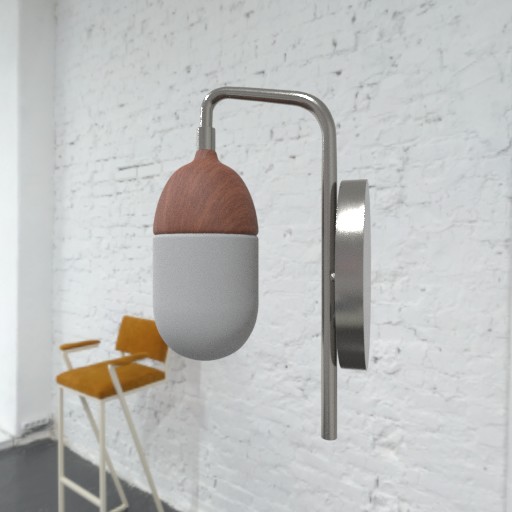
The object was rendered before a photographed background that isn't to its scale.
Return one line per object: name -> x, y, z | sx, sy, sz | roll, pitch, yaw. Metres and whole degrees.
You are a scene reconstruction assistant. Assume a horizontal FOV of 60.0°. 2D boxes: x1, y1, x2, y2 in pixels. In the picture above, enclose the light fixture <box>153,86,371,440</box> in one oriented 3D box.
light fixture -> 0.000, 0.000, 0.441 | 0.216, 0.343, 0.108 | 0, 0, 18
